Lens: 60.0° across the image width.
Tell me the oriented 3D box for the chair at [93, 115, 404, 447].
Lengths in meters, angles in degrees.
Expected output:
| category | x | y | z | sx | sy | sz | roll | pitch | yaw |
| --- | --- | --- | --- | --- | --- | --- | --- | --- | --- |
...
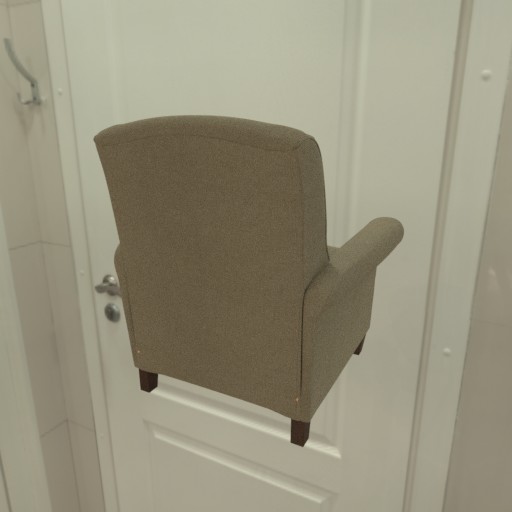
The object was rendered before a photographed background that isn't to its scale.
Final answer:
| category | x | y | z | sx | sy | sz | roll | pitch | yaw |
| --- | --- | --- | --- | --- | --- | --- | --- | --- | --- |
| chair | 0.000 | 0.000 | 1.771 | 0.978 | 1.061 | 0.905 | 9 | 19 | 27 |
